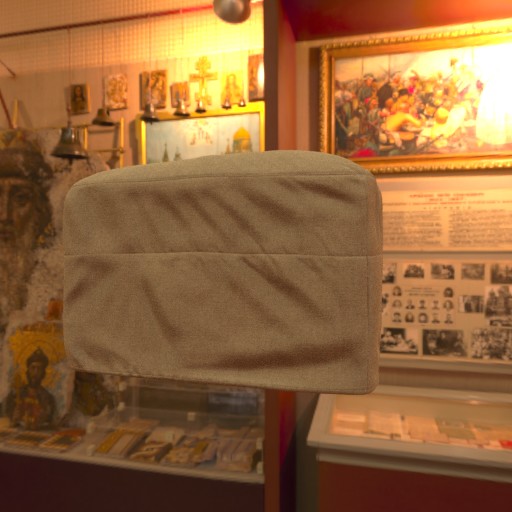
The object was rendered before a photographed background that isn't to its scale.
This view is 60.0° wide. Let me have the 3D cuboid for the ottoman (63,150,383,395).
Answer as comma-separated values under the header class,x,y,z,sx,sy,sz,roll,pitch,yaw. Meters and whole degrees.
class,x,y,z,sx,sy,sz,roll,pitch,yaw
ottoman,0.000,0.000,1.240,0.683,0.481,0.837,0,0,16
